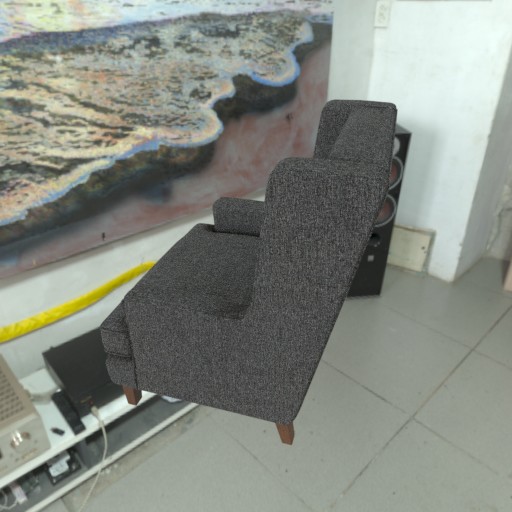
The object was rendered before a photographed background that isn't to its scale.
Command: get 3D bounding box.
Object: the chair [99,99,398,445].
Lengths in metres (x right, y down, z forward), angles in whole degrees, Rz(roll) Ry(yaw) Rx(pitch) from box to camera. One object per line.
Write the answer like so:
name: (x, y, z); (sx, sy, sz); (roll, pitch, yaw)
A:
chair: (0.000, 0.000, 1.790); (0.927, 1.082, 0.942); (8, 31, 14)
